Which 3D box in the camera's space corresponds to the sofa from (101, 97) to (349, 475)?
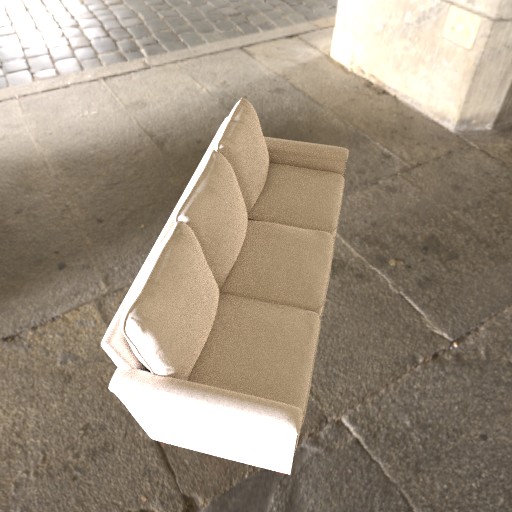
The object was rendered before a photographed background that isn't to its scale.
[{"bbox_3d":[0.000,0.000,2.438,0.828,0.961,1.925,10,48,9],"label":"sofa"}]
